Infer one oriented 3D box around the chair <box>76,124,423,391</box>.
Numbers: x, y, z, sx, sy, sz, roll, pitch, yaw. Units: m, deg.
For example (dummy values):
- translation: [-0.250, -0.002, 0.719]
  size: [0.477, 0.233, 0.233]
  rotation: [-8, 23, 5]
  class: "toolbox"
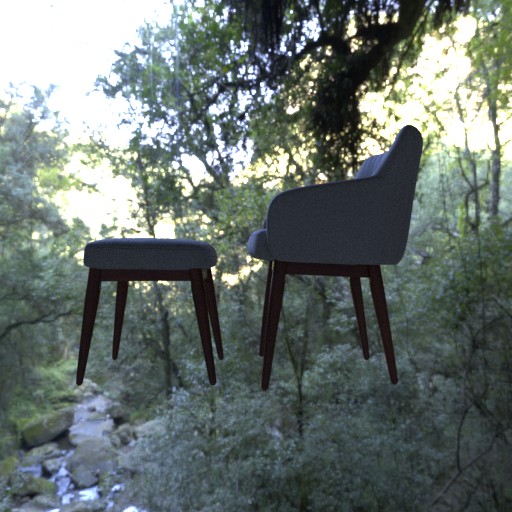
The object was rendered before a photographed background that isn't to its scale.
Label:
- translation: [0.000, 0.000, 1.542]
  size: [1.107, 0.799, 0.584]
  rotation: [0, -1, 0]
  class: "chair"
